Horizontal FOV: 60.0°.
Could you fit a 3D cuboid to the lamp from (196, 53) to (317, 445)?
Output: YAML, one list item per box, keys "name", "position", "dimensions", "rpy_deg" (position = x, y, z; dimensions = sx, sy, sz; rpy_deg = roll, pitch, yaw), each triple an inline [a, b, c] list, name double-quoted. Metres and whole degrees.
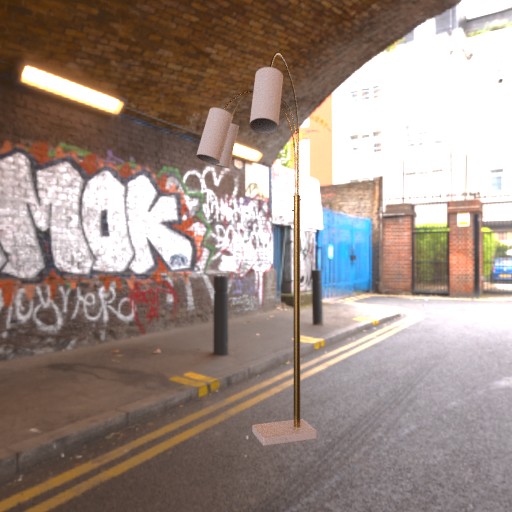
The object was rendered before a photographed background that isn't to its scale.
- name: "lamp"
  position: [0.000, 0.000, 2.484]
  dimensions: [0.667, 2.055, 1.020]
  rpy_deg: [0, -1, -18]
